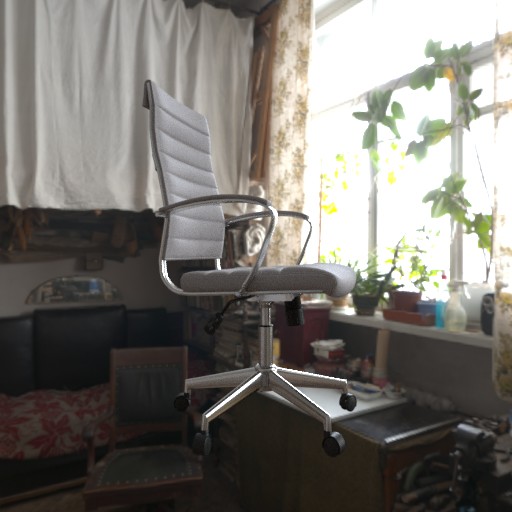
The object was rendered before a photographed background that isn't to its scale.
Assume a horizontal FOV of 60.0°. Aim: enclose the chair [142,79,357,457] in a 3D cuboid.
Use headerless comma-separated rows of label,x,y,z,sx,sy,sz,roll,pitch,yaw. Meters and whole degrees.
chair,0.000,0.000,1.553,0.667,1.149,0.679,0,1,18
